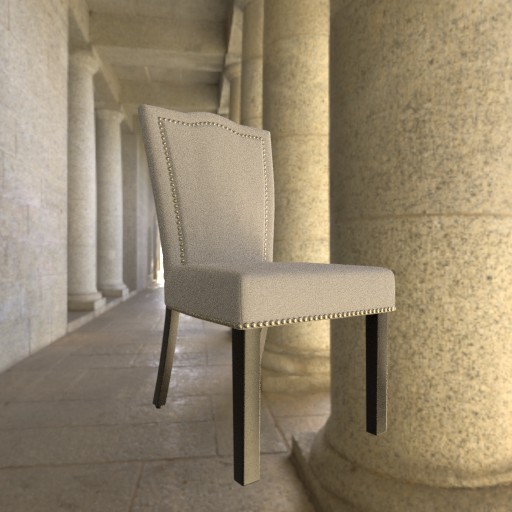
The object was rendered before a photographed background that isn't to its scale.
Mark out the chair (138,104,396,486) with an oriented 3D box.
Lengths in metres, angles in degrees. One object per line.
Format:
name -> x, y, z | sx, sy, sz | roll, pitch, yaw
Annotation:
chair -> 0.000, 0.000, 1.264 | 0.518, 0.946, 0.589 | 0, 0, -37
